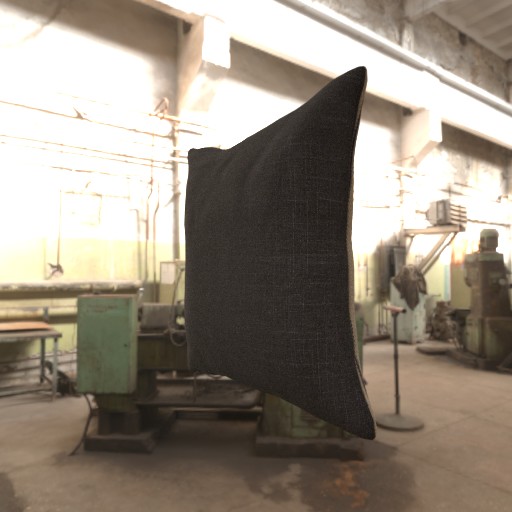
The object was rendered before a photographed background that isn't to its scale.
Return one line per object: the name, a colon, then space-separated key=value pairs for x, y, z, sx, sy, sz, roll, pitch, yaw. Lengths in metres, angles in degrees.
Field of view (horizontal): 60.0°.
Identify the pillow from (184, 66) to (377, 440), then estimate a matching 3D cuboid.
pillow: x=0.000 y=0.000 z=0.702 sx=0.138 sy=0.444 sz=0.468 roll=2 pitch=-3 yaw=-35
